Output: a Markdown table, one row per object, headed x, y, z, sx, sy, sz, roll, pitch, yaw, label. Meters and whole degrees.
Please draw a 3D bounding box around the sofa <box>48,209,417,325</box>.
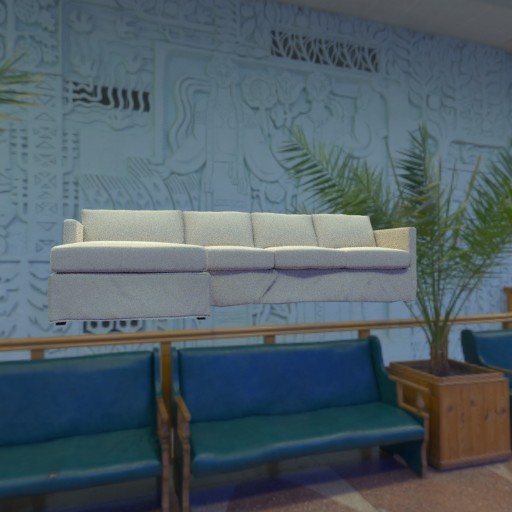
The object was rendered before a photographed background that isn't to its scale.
| x | y | z | sx | sy | sz | roll | pitch | yaw | label |
| --- | --- | --- | --- | --- | --- | --- | --- | --- | --- |
| 0.000 | 0.000 | 3.936 | 3.205 | 0.922 | 1.650 | 0 | 0 | -17 | sofa |
